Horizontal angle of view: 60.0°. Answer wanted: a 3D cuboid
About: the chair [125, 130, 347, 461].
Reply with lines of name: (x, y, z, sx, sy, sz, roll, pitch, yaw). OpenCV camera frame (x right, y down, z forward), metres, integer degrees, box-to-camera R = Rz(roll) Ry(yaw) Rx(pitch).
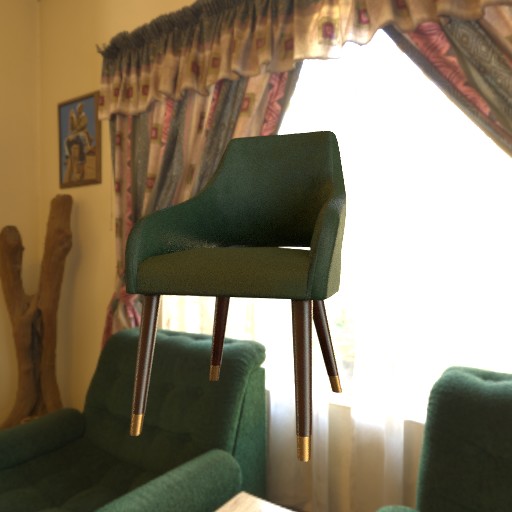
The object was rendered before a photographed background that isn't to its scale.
chair: (0.000, 0.000, 1.629, 0.683, 1.081, 0.794, 0, 1, 18)
